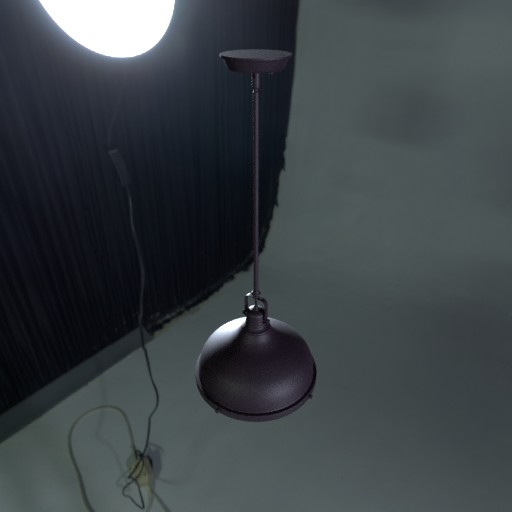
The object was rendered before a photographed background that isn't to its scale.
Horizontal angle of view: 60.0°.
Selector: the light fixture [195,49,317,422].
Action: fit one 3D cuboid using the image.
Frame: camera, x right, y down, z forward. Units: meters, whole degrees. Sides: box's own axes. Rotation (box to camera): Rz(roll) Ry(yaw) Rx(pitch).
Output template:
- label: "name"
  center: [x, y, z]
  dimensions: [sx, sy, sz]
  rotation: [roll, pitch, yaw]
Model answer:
- label: "light fixture"
  center: [0.000, 0.000, 1.015]
  dimensions: [0.341, 0.849, 0.341]
  rotation: [19, 36, 29]
